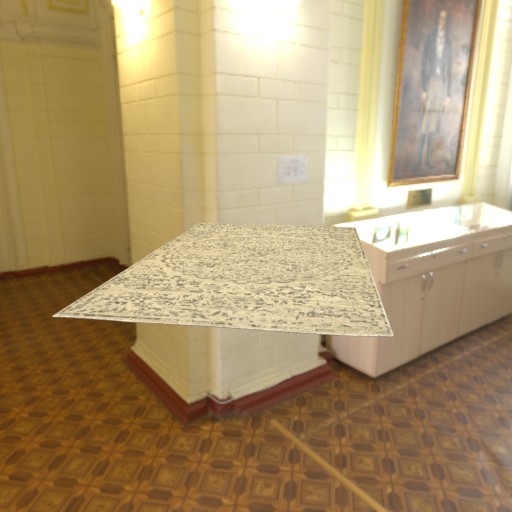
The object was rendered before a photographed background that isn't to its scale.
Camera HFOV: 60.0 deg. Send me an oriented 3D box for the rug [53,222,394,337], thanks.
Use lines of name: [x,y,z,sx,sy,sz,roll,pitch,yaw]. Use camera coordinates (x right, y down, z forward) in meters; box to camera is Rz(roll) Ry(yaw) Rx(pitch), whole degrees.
rug: [0.000,0.000,3.105,1.527,0.021,2.447,2,15,9]
